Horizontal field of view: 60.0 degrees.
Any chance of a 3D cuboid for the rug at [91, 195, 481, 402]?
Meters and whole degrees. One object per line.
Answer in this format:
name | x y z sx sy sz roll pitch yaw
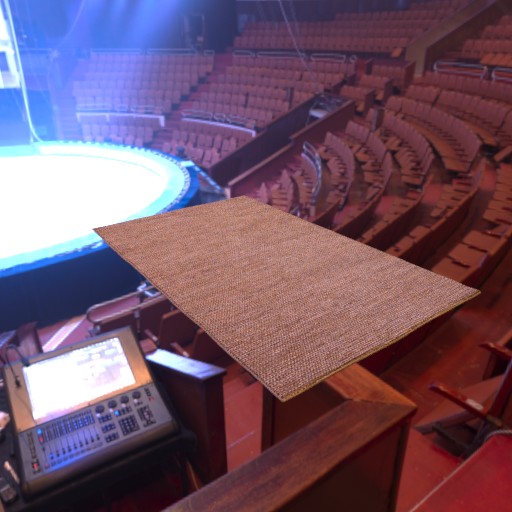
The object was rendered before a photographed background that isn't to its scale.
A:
rug | 0.000 0.000 3.103 1.521 0.034 2.438 -17 30 -33
